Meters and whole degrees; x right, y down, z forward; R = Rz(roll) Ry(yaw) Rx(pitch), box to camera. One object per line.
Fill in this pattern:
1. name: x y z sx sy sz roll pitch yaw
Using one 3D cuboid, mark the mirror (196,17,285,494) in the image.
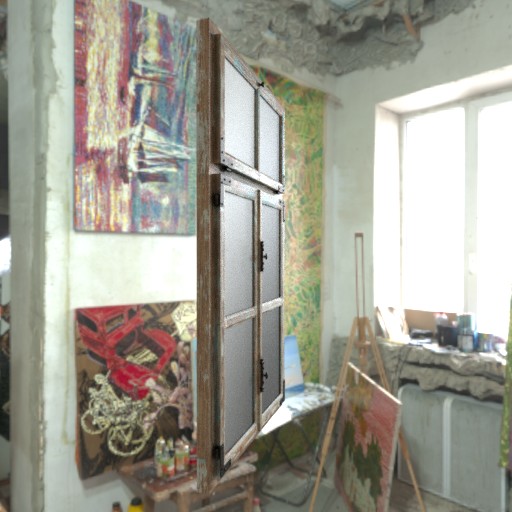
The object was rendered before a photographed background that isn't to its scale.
1. mirror: 0.000 0.000 1.460 0.083 1.213 0.707 0 0 19
